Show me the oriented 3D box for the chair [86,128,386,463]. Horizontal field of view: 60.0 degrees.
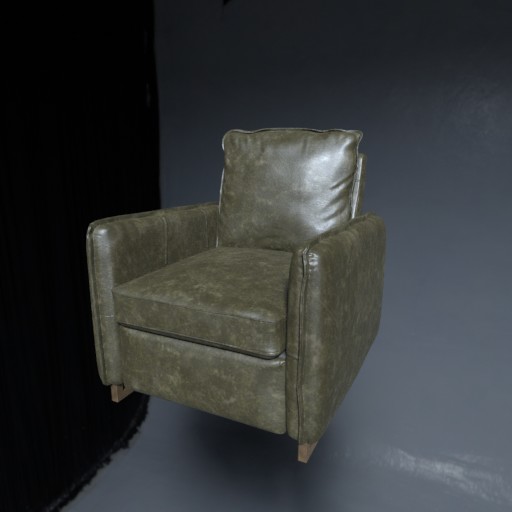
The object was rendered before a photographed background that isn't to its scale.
[{"bbox_3d":[0.000,0.000,1.621,0.830,0.921,0.921,7,16,25],"label":"chair"}]
